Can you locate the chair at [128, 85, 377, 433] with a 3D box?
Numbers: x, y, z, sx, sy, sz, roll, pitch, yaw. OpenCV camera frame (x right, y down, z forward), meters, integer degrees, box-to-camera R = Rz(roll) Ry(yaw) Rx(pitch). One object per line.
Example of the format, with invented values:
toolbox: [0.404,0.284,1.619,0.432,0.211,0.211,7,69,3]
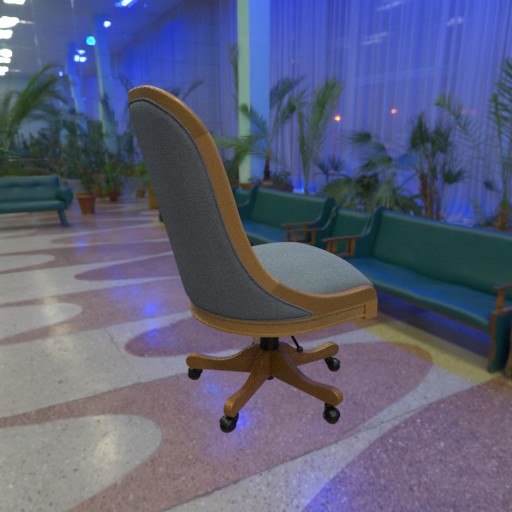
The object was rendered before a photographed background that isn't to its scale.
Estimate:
chair: [0.000,0.000,1.485,0.735,1.031,0.605,-8,17,-27]
